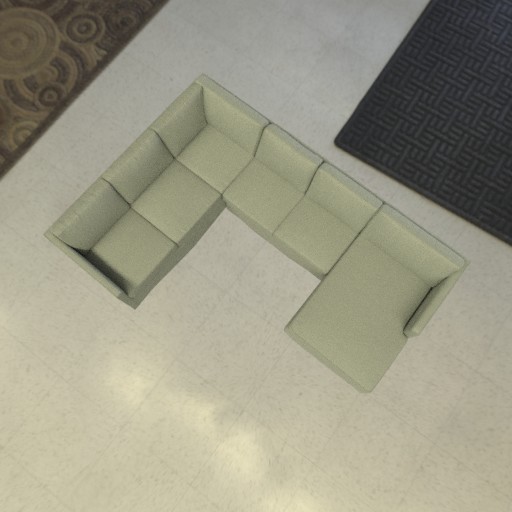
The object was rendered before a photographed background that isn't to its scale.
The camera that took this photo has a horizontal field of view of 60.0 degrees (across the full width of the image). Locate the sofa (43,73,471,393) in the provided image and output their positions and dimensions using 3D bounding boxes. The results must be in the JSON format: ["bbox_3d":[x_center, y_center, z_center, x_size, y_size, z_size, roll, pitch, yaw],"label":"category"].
[{"bbox_3d":[0.000,0.000,4.555,3.460,0.882,2.427,38,78,10],"label":"sofa"}]
